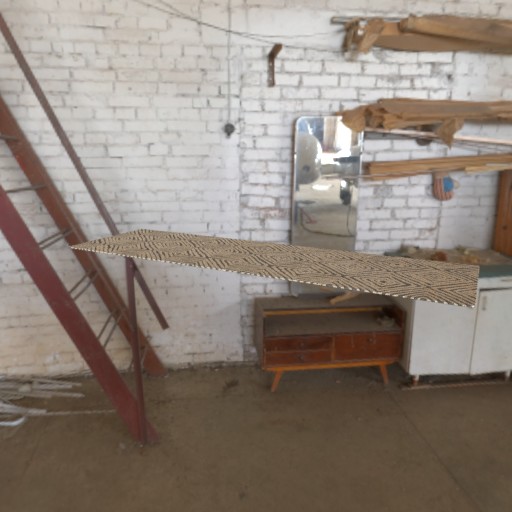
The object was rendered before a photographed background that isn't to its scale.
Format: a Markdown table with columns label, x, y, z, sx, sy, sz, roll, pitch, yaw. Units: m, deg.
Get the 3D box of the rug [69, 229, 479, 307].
| label | x | y | z | sx | sy | sz | roll | pitch | yaw |
| --- | --- | --- | --- | --- | --- | --- | --- | --- | --- |
| rug | 0.000 | 0.000 | 2.530 | 2.277 | 0.008 | 0.676 | 7 | 16 | 26 |
